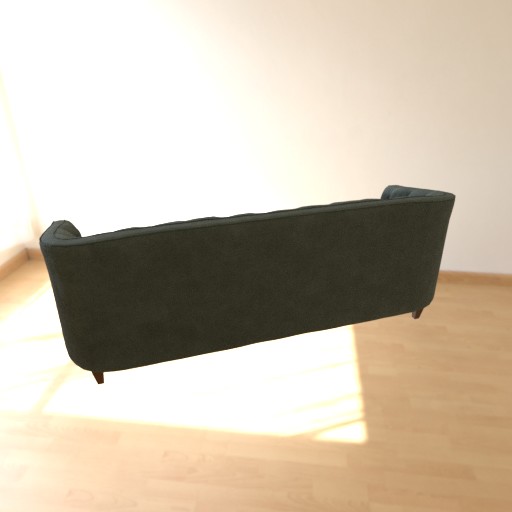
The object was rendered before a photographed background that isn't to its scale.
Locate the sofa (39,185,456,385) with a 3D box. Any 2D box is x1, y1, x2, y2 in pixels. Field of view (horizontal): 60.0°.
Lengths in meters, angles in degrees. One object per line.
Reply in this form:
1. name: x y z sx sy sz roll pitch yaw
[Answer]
1. sofa: 0.000 0.000 2.713 2.278 0.855 0.941 -8 27 -16
